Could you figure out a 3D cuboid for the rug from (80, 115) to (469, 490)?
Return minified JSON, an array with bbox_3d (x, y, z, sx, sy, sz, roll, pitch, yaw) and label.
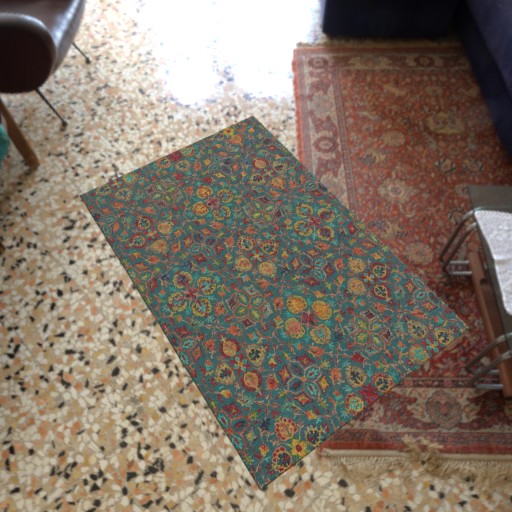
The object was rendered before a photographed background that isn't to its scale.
[{"bbox_3d":[0.000,0.000,2.337,1.216,0.014,1.836,-30,62,-18],"label":"rug"}]
